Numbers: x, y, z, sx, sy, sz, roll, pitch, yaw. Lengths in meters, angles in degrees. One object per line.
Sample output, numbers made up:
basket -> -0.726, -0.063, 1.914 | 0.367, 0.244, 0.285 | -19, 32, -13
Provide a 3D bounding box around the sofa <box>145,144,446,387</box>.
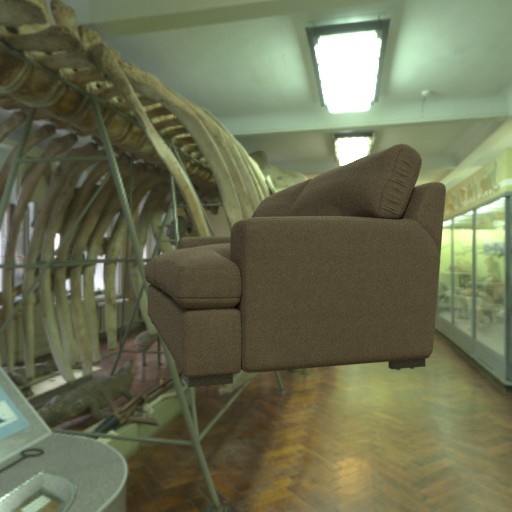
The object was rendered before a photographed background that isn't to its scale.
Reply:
sofa -> 0.000, 0.000, 2.548 | 1.140, 0.950, 1.869 | 0, 0, -18
